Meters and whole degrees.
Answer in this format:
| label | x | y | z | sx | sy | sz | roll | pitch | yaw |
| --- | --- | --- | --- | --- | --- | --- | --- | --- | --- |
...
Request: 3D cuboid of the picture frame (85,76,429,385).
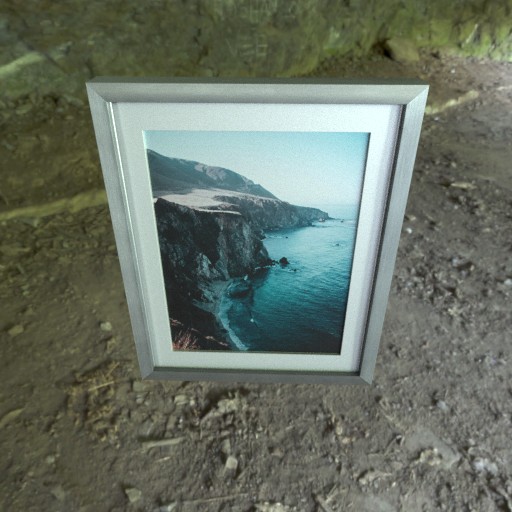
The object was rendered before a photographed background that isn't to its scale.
| label | x | y | z | sx | sy | sz | roll | pitch | yaw |
| --- | --- | --- | --- | --- | --- | --- | --- | --- | --- |
| picture frame | 0.000 | 0.000 | 0.742 | 0.449 | 0.555 | 0.046 | 1 | 32 | 2 |
